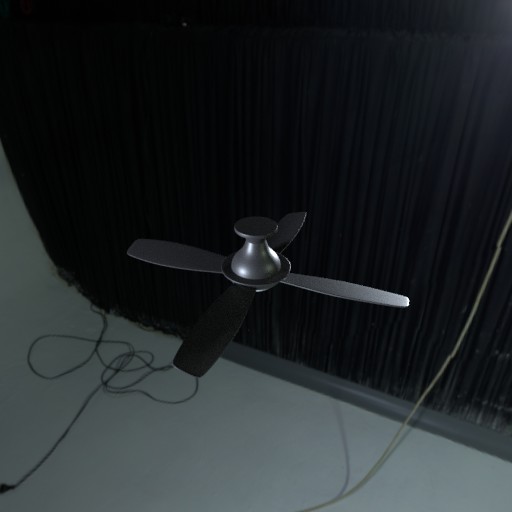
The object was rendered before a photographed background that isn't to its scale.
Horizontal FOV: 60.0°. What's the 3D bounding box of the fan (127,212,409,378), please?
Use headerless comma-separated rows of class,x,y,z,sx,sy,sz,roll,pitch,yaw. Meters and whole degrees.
fan,0.000,0.000,2.503,1.694,0.382,1.694,11,32,18
